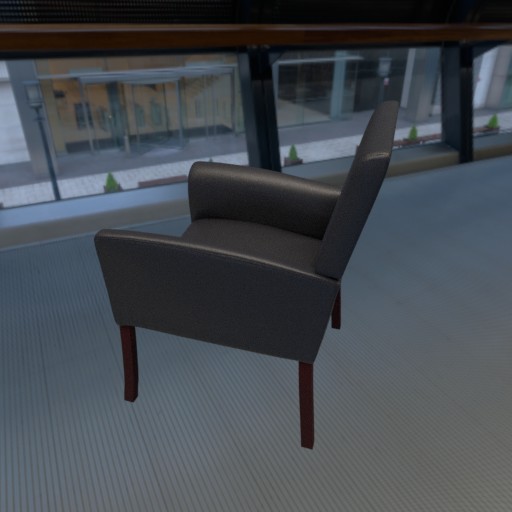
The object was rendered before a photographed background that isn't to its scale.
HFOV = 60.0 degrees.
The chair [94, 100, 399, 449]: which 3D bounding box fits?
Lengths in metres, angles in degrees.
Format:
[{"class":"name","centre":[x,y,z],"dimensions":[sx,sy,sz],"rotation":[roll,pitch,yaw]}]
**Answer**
[{"class":"chair","centre":[0.000,0.000,1.495],"dimensions":[0.772,0.951,0.683],"rotation":[9,31,15]}]
